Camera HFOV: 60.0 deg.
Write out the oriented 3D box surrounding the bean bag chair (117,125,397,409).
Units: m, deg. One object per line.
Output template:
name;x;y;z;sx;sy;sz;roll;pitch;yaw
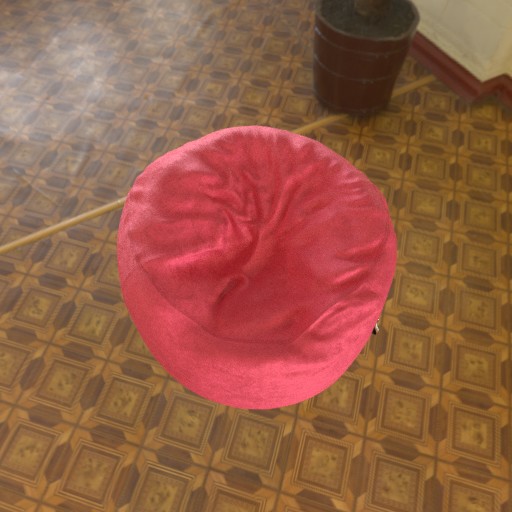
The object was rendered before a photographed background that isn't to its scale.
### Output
bean bag chair;0.000;0.000;2.012;1.218;0.788;1.218;0;59;0
